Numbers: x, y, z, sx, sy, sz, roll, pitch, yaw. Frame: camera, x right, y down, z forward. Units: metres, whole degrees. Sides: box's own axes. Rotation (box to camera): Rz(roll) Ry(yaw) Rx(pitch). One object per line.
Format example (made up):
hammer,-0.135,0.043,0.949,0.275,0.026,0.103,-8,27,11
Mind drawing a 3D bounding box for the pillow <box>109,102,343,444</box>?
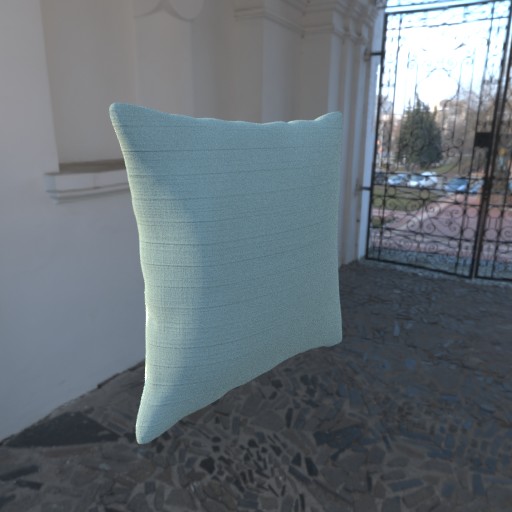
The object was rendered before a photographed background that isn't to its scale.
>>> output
pillow,0.000,0.000,0.724,0.470,0.464,0.175,-15,21,-43
